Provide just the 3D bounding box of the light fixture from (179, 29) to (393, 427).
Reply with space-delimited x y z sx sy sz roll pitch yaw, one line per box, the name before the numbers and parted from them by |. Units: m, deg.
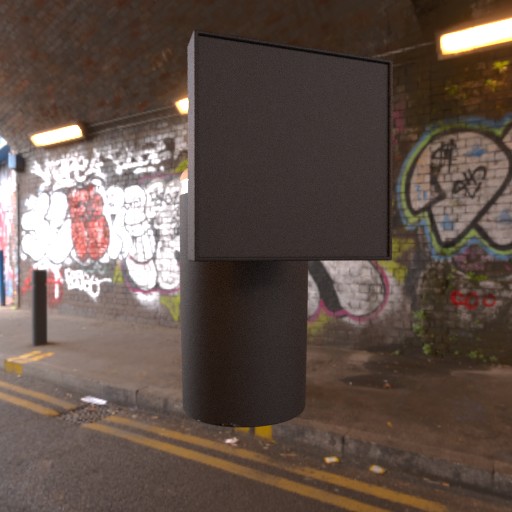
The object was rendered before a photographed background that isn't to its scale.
light fixture | 0.000 0.000 0.352 0.130 0.257 0.176 0 0 -18
